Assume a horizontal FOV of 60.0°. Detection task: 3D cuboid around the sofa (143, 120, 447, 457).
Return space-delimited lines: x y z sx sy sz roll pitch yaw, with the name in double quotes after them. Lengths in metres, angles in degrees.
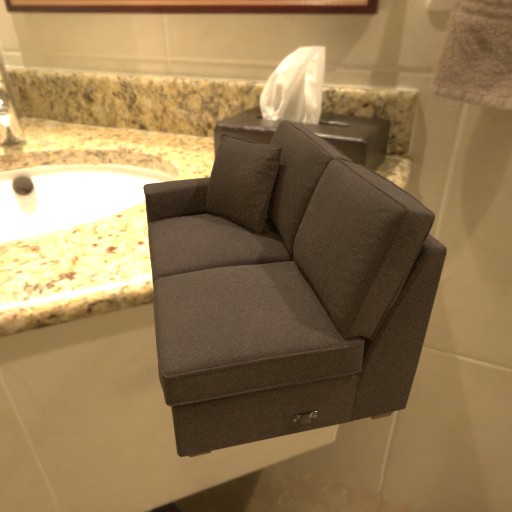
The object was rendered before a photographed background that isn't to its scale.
0.000 0.000 2.091 0.991 0.989 1.388 -7 31 -12 "sofa"
